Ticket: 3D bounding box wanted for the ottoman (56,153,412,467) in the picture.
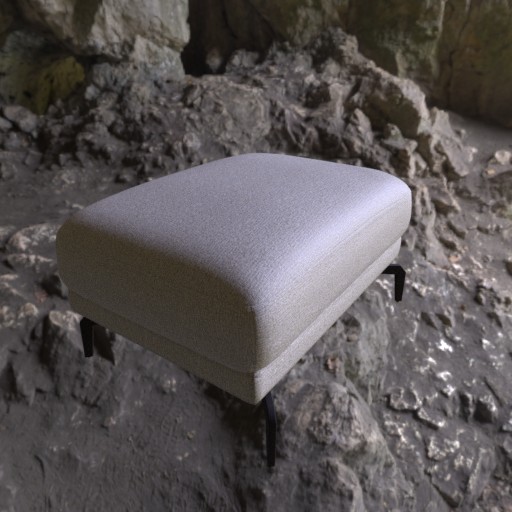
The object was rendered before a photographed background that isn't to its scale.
[{"bbox_3d":[0.000,0.000,1.110,0.568,0.420,0.772,17,31,31],"label":"ottoman"}]
